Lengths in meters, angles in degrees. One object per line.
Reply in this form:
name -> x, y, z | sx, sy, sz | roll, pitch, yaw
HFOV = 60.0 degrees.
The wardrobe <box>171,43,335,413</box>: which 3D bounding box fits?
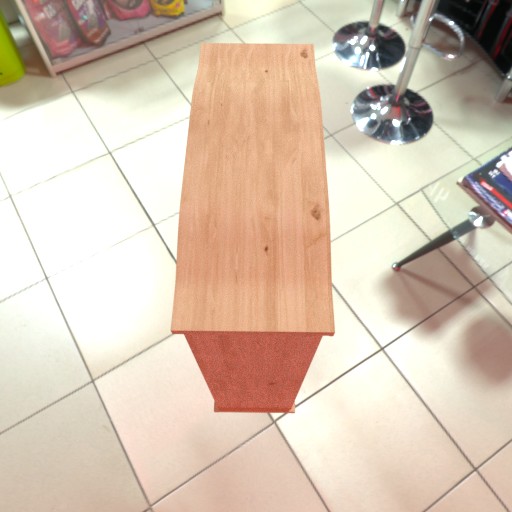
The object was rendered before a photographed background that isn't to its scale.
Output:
wardrobe -> 0.000, 0.000, 2.633 | 0.570, 1.870, 1.500 | 1, 62, 0
